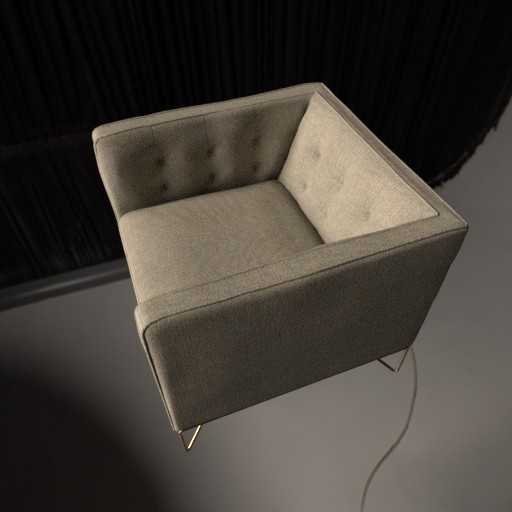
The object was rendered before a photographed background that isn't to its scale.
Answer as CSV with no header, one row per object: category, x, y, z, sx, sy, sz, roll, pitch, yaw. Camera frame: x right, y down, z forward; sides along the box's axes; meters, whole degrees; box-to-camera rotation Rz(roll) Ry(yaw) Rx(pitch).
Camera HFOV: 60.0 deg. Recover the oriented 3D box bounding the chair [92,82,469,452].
chair,0.000,0.000,1.642,0.912,0.799,0.920,-16,49,-14
